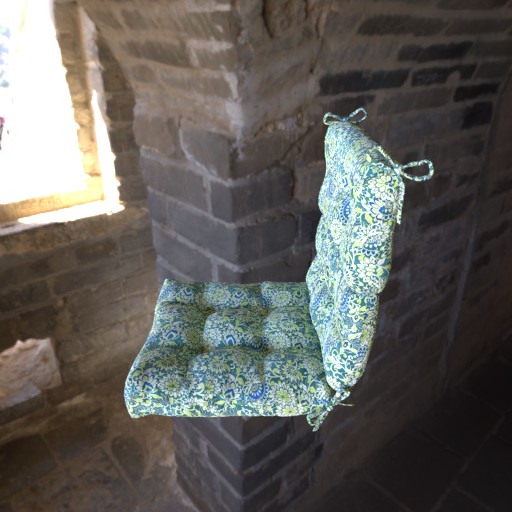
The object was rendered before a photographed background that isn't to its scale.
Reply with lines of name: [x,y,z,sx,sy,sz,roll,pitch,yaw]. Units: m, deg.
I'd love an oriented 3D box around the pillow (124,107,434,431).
pillow: [0.000,0.000,1.035,0.571,0.605,0.519,0,26,0]
